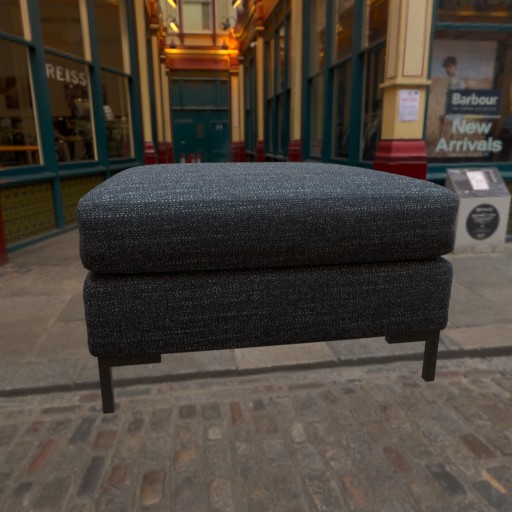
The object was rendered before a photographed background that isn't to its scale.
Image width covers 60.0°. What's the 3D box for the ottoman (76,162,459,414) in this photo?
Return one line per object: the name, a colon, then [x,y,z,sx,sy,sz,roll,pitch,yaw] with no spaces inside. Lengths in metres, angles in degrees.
ottoman: [0.000,0.000,1.227,0.814,0.491,0.667,-3,15,-9]
